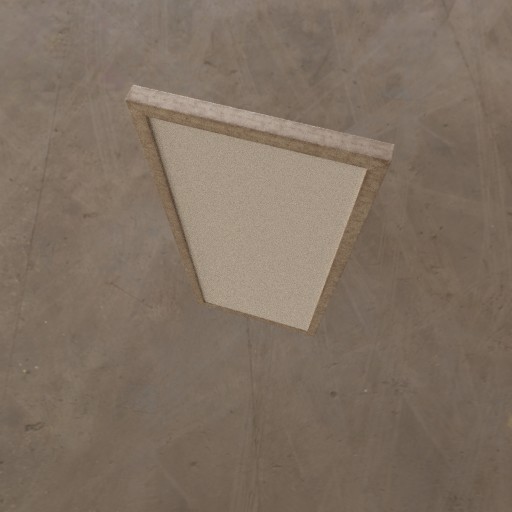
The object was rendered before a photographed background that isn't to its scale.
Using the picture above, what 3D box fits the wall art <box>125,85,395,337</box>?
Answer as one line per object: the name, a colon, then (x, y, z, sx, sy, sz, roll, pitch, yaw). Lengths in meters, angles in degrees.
wall art: (0.000, 0.000, 1.700, 0.648, 1.461, 0.051, 15, 65, 7)
